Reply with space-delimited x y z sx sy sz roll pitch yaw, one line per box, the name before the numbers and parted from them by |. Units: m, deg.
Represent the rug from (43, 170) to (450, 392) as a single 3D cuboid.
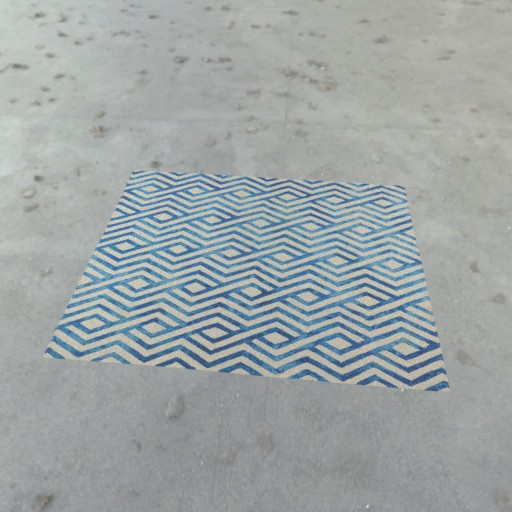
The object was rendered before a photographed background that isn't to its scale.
rug | 0.000 0.000 4.147 3.059 0.008 2.453 4 46 4
